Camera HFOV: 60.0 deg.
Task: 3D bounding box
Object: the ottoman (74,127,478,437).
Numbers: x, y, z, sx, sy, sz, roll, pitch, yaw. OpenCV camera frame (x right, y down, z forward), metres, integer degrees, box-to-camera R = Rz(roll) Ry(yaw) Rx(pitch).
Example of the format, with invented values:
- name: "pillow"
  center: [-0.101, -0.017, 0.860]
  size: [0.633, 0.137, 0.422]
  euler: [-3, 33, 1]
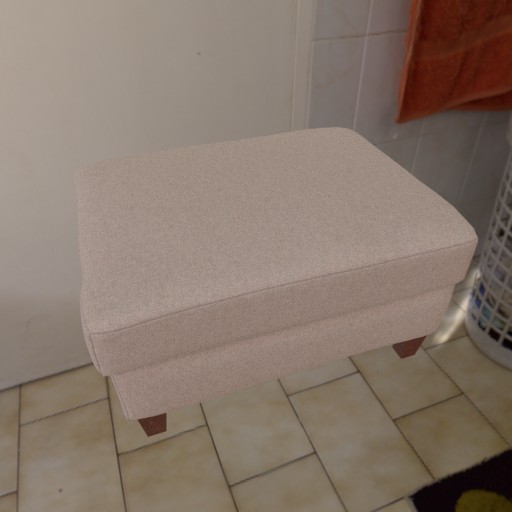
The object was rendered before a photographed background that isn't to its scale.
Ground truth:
- name: "ottoman"
  center: [0.000, 0.000, 1.272]
  size: [0.902, 0.511, 0.692]
  euler: [-12, 40, -15]
